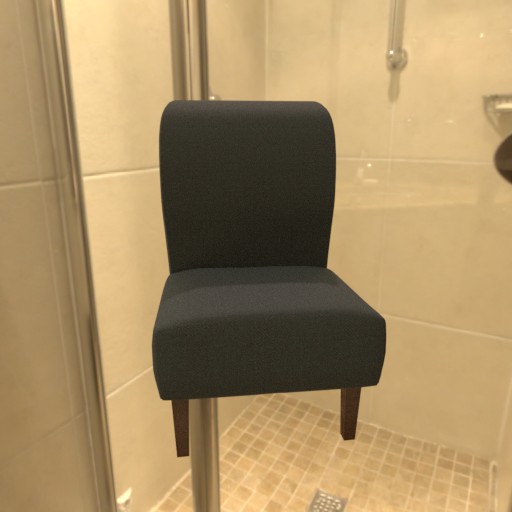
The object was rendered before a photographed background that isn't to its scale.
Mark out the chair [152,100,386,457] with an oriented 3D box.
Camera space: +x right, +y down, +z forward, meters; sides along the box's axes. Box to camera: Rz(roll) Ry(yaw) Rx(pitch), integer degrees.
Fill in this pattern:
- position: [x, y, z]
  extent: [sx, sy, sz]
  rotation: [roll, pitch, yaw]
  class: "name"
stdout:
- position: [0.000, 0.000, 1.163]
  extent: [0.513, 0.804, 0.592]
  rotation: [-2, 16, -8]
  class: "chair"
